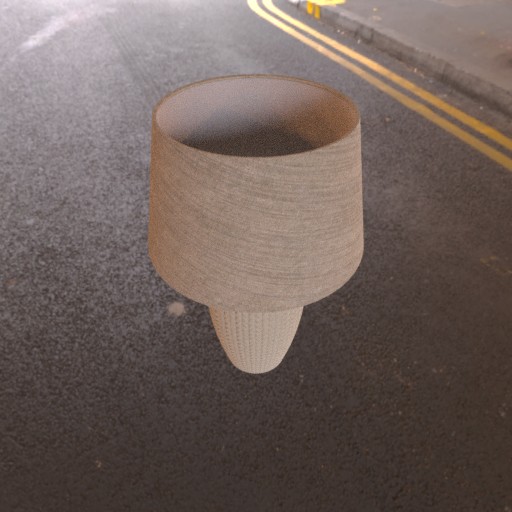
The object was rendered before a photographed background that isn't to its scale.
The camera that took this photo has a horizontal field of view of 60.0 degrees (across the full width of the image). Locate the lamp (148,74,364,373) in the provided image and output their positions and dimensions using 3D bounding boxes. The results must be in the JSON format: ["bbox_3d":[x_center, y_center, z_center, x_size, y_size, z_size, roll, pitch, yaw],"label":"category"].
[{"bbox_3d":[0.000,0.000,0.852,0.390,0.580,0.390,0,41,0],"label":"lamp"}]
